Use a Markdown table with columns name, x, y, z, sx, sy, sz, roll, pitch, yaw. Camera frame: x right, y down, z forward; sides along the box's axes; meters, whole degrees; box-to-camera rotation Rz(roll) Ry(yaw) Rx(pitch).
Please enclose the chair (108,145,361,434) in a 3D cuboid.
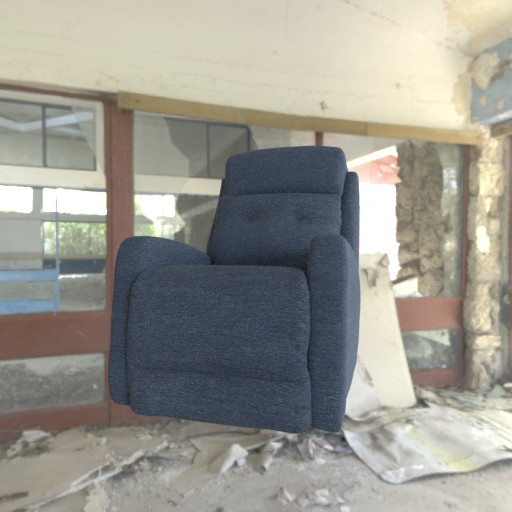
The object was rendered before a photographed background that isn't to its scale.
| name | x | y | z | sx | sy | sz | roll | pitch | yaw |
| --- | --- | --- | --- | --- | --- | --- | --- | --- | --- |
| chair | 0.000 | 0.000 | 1.748 | 0.798 | 1.013 | 1.043 | 0 | 1 | 18 |
